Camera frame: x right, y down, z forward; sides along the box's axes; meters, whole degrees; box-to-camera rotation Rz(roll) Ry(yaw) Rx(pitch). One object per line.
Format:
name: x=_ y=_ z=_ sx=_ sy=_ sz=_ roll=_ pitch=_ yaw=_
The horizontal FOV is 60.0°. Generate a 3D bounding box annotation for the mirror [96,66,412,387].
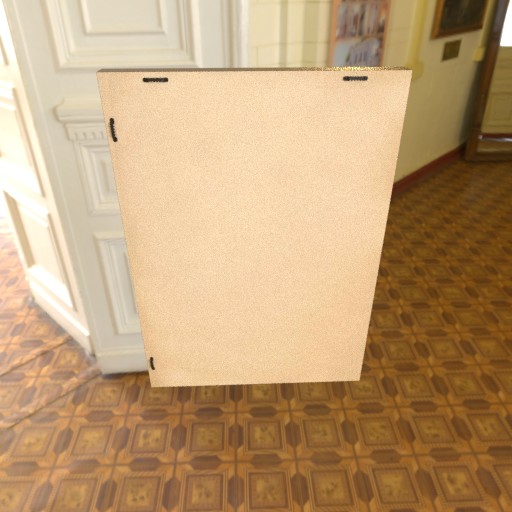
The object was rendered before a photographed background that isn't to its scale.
mirror: x=0.000 y=0.000 z=0.906 sx=0.508 sy=0.711 sz=0.039 roll=-1 pitch=31 yaw=-2
